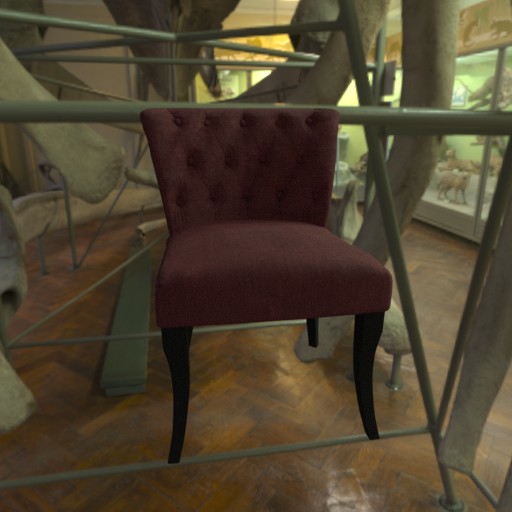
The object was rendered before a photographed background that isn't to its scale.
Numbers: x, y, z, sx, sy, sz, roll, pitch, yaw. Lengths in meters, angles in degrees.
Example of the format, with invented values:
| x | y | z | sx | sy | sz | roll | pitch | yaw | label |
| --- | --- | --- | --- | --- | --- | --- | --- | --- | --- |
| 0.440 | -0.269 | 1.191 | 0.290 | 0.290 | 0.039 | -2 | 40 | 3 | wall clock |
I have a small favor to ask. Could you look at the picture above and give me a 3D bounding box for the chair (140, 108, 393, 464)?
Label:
| x | y | z | sx | sy | sz | roll | pitch | yaw | label |
| --- | --- | --- | --- | --- | --- | --- | --- | --- | --- |
| 0.000 | 0.000 | 1.175 | 0.582 | 0.750 | 0.605 | -3 | 18 | -9 | chair |
